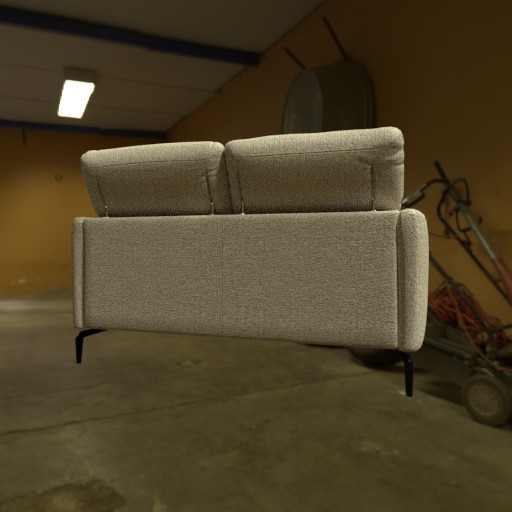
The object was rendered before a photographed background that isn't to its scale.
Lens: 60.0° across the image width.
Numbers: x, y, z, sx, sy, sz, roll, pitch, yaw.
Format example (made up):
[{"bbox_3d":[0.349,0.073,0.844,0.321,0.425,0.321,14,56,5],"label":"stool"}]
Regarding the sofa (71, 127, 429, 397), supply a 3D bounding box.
[{"bbox_3d":[0.000,0.000,2.142,1.540,0.950,0.905,0,1,18],"label":"sofa"}]
